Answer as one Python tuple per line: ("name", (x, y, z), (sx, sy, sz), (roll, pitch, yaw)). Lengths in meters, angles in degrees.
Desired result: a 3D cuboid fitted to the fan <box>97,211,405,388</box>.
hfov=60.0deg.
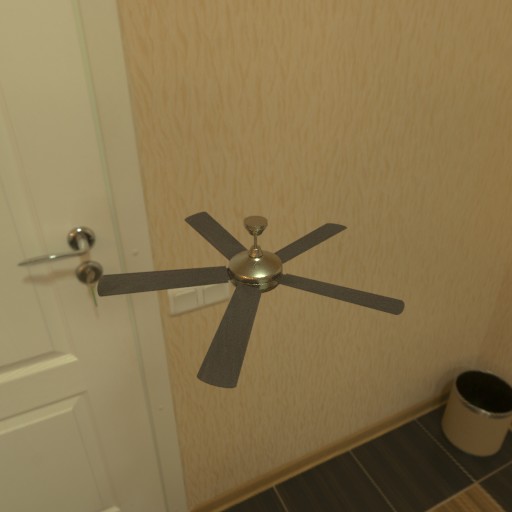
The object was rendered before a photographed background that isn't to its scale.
("fan", (0.000, 0.000, 2.013), (1.321, 0.356, 1.321), (20, 36, 29))
